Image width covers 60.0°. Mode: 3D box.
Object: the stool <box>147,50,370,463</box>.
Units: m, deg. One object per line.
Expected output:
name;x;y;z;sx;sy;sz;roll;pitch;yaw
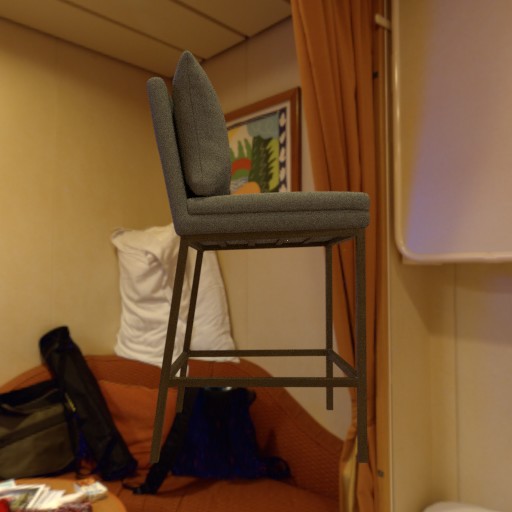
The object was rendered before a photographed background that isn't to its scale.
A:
stool;0.000;0.000;1.322;0.569;1.031;0.463;0;-2;-1
